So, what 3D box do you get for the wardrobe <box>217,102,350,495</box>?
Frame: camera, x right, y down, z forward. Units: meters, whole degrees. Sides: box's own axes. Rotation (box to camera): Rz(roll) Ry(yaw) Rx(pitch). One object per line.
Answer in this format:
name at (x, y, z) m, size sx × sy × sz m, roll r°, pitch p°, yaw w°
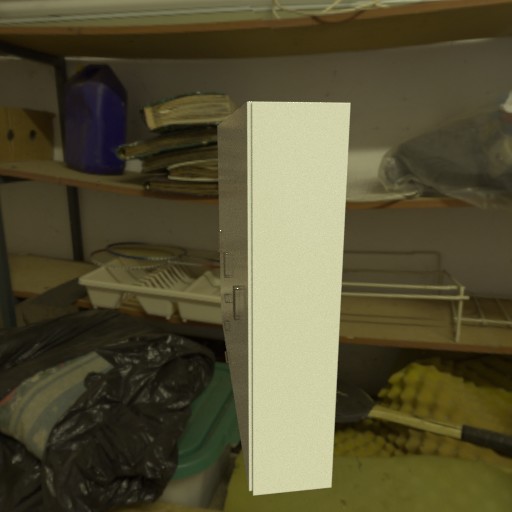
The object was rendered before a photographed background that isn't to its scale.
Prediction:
wardrobe at (0.000, 0.000, 3.983) m, size 0.580 × 2.360 × 3.000 m, roll -2°, pitch 14°, yaw -7°
